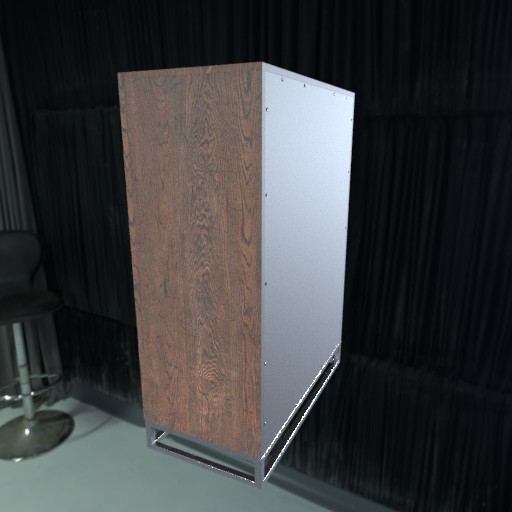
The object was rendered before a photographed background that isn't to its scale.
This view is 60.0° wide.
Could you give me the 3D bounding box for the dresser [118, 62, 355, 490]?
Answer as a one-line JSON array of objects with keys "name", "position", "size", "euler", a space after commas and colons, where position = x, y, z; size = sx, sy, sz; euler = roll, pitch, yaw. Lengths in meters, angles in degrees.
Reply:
[{"name": "dresser", "position": [0.000, 0.000, 1.825], "size": [0.508, 1.321, 0.965], "euler": [7, 17, 25]}]
